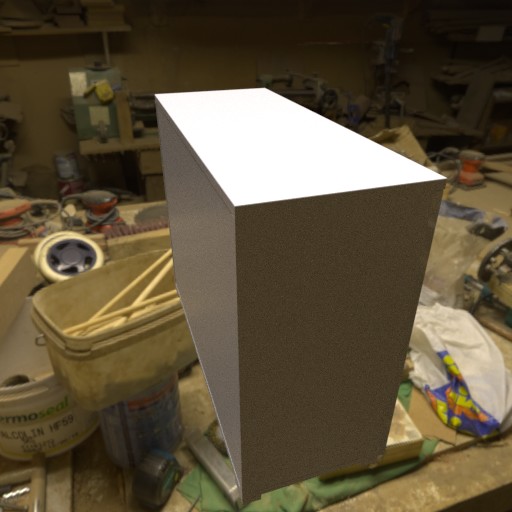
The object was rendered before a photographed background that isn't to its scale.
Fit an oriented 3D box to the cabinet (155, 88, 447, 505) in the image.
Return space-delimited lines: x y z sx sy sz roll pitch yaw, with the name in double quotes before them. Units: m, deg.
"cabinet" 0.000 0.000 1.358 0.400 0.800 1.000 -9 31 -16
